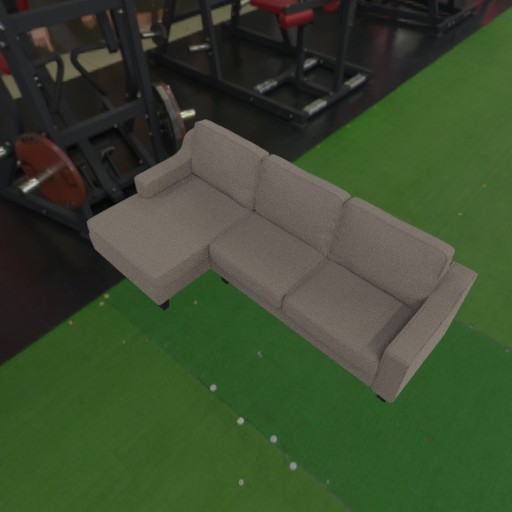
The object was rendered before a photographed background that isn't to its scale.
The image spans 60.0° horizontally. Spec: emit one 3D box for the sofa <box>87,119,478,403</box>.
[{"bbox_3d":[0.000,0.000,3.204,2.561,0.928,1.294,34,55,28],"label":"sofa"}]
